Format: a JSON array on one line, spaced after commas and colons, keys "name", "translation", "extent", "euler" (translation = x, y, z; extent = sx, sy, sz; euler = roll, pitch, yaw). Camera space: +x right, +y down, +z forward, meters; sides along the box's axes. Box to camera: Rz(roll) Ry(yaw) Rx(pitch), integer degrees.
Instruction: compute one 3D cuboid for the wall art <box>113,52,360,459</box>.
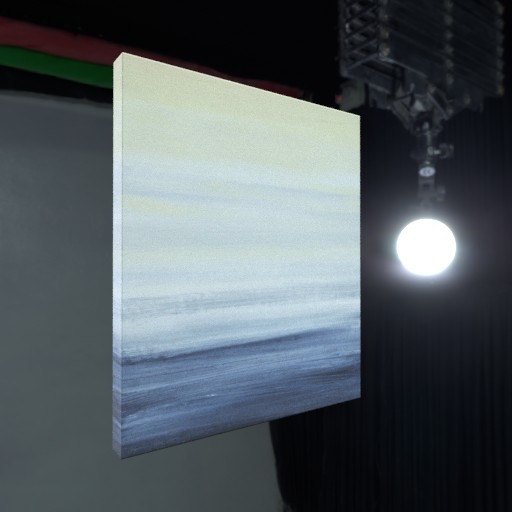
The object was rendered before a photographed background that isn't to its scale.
[{"name": "wall art", "translation": [0.000, 0.000, 0.695], "extent": [0.435, 0.511, 0.037], "euler": [0, -1, -35]}]
